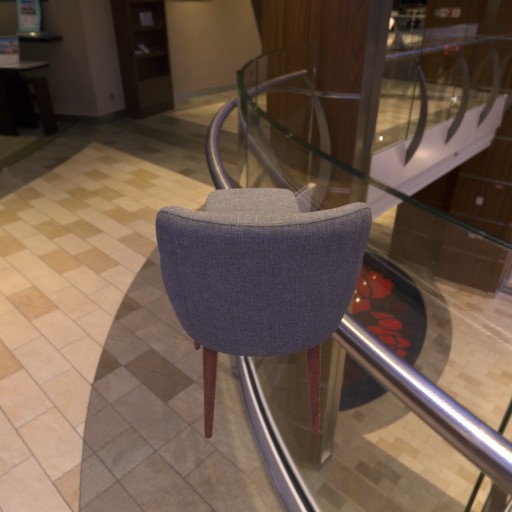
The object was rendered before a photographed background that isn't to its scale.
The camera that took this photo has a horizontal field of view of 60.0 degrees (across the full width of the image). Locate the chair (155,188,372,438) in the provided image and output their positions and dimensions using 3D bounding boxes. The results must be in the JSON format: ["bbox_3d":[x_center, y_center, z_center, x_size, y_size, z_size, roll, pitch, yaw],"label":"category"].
[{"bbox_3d":[0.000,0.000,1.555,0.584,0.799,1.107,-1,30,-2],"label":"chair"}]
